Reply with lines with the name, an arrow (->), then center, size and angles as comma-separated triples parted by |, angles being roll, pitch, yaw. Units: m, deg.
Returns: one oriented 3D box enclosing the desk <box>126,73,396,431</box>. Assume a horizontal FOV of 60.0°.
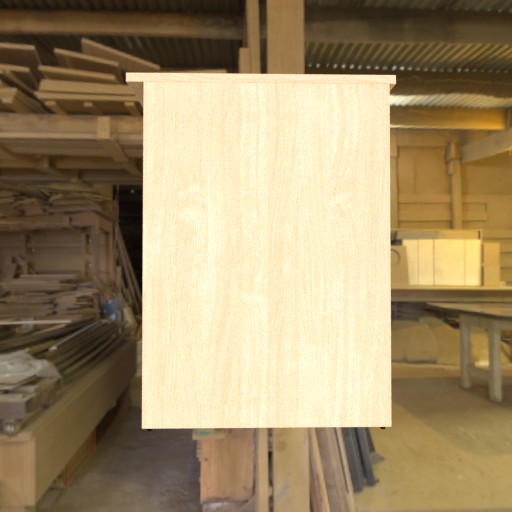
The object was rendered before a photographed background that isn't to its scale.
desk -> 0.000, 0.000, 1.460 | 0.560, 0.735, 1.097 | 0, -1, -1
